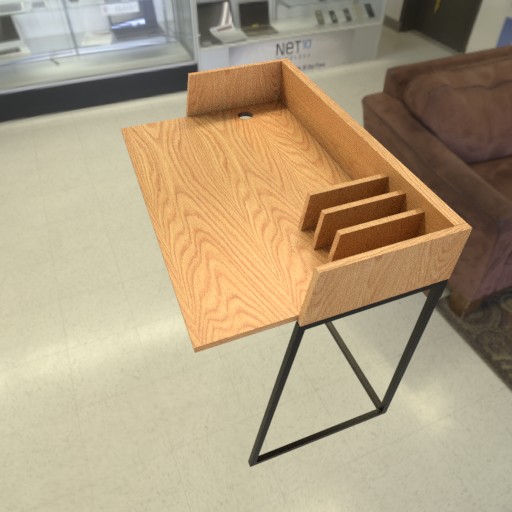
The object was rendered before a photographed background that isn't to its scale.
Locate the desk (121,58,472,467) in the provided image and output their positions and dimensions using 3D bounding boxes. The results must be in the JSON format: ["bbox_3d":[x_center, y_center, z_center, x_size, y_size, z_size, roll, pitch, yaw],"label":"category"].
[{"bbox_3d":[0.000,0.000,1.824,0.769,1.061,1.191,-15,47,-15],"label":"desk"}]
